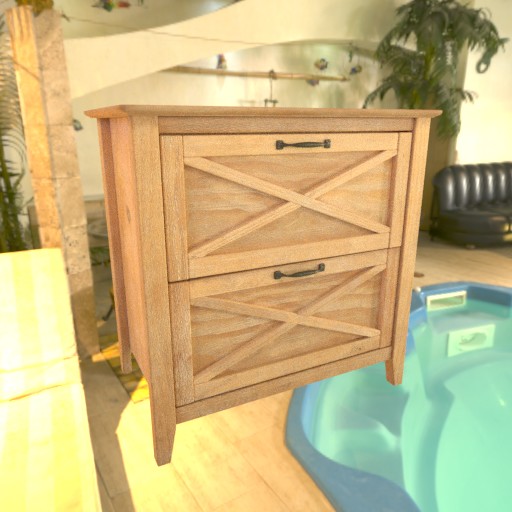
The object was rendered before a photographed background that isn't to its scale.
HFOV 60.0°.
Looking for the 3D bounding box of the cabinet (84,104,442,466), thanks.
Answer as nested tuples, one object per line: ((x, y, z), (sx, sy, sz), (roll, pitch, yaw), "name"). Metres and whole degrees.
((0.000, 0.000, 1.222), (0.763, 0.762, 0.503), (-8, 19, -26), "cabinet")
